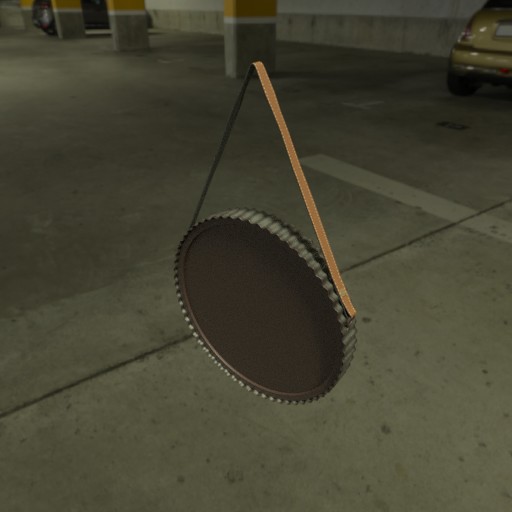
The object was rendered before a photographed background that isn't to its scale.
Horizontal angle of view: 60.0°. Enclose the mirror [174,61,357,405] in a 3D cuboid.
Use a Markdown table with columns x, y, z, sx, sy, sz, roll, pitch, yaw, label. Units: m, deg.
| x | y | z | sx | sy | sz | roll | pitch | yaw | label |
| --- | --- | --- | --- | --- | --- | --- | --- | --- | --- |
| 0.000 | 0.000 | 0.705 | 0.355 | 0.568 | 0.042 | 20 | 35 | 31 | mirror |
